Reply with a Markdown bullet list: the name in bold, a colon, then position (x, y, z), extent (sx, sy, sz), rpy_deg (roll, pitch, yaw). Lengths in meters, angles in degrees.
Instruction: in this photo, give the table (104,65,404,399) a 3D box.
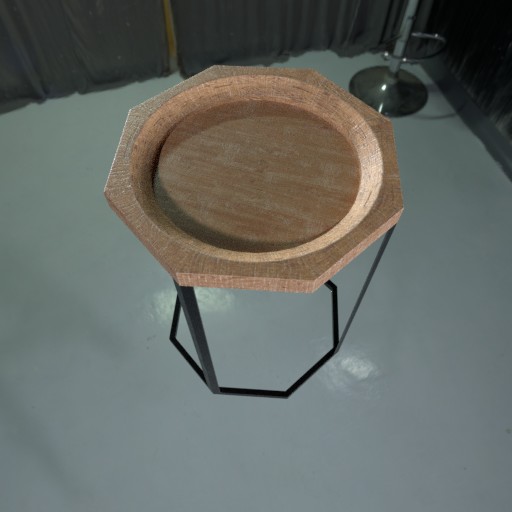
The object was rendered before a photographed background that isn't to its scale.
- **table**: position (0.000, 0.000, 0.872), extent (0.437, 0.553, 0.437), rpy_deg (-16, 60, -10)
